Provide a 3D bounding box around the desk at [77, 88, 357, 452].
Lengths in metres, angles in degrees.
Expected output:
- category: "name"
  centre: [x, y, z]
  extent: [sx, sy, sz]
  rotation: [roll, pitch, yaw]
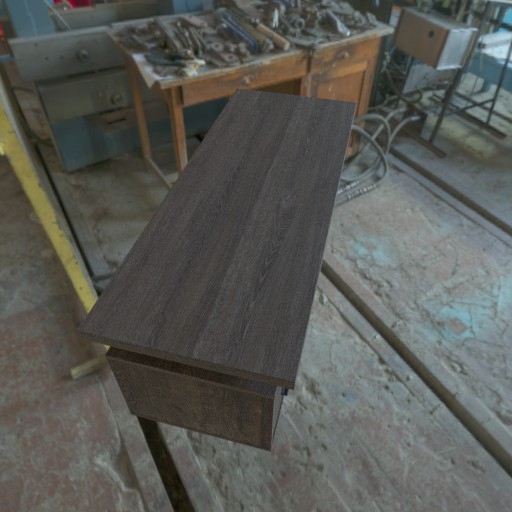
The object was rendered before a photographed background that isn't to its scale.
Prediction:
- category: "desk"
  centre: [0.000, 0.000, 1.932]
  extent: [0.600, 0.760, 1.524]
  rotation: [11, 46, 10]
